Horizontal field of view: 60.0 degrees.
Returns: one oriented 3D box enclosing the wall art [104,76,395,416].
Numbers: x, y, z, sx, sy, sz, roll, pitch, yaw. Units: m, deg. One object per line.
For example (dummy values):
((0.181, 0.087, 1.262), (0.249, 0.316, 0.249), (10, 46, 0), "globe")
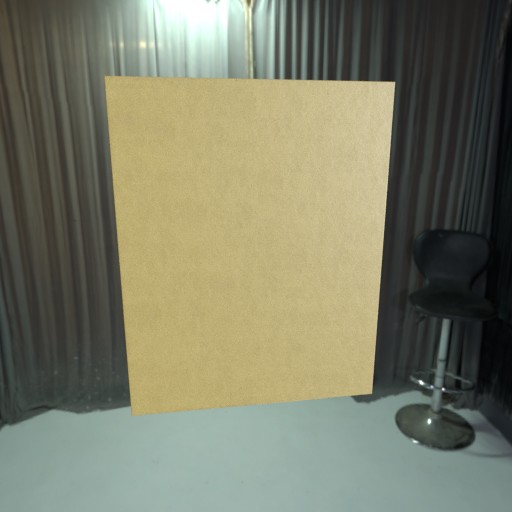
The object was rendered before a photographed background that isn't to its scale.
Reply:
((0.000, 0.000, 1.345), (0.798, 1.002, 0.030), (-2, 15, -9), "wall art")
